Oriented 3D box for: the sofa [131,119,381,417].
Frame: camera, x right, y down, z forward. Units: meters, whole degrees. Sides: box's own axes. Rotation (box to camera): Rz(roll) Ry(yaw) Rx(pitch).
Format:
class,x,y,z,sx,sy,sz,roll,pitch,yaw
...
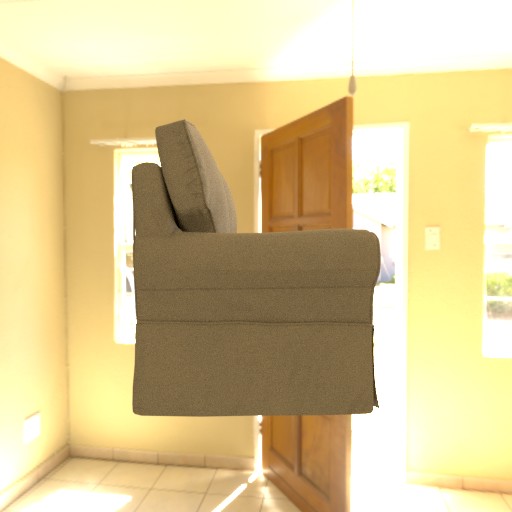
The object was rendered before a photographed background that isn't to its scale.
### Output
class,x,y,z,sx,sy,sz,roll,pitch,yaw
sofa,0.000,0.000,2.295,0.841,1.024,1.823,0,2,0
